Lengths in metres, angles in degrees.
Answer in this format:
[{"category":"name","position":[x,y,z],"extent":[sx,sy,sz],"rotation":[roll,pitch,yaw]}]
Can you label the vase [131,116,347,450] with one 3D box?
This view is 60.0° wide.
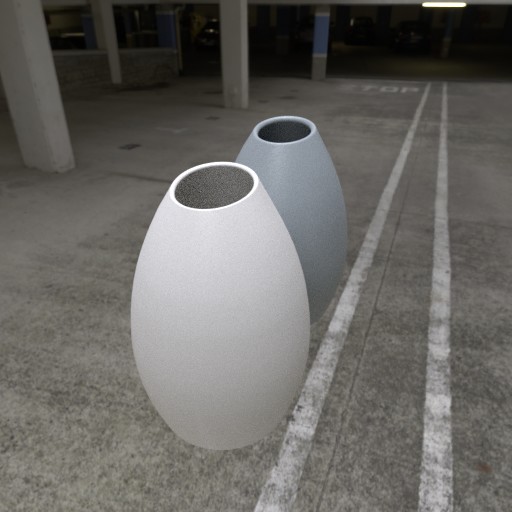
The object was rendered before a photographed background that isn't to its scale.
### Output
[{"category":"vase","position":[0.000,0.000,0.257],"extent":[0.089,0.131,0.187],"rotation":[11,32,18]}]
